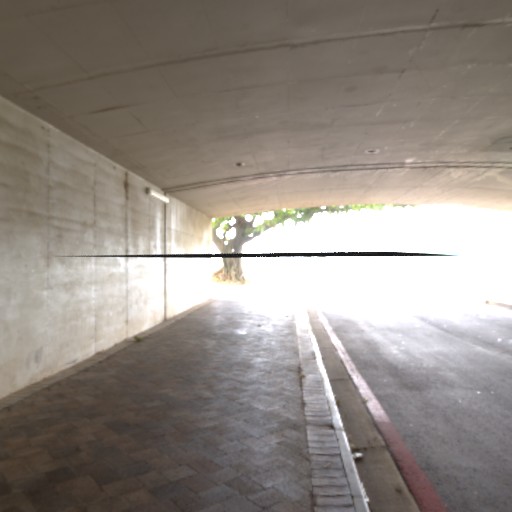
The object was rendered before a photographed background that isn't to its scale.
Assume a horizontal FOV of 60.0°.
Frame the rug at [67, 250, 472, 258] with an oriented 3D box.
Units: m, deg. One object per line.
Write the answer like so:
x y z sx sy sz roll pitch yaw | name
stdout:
0.000 0.000 2.300 1.835 0.003 1.206 -1 -1 37 | rug
